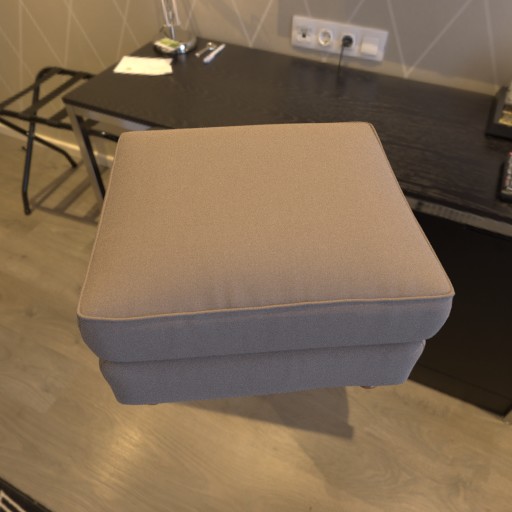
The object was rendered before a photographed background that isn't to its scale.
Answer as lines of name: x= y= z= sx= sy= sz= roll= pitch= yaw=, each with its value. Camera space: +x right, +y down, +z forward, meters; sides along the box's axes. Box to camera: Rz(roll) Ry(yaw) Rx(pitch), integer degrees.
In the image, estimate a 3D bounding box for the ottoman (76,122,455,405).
ottoman: x=0.000 y=0.000 z=1.135 sx=0.721 sy=0.505 sz=0.662 roll=-3 pitch=47 yaw=-3
